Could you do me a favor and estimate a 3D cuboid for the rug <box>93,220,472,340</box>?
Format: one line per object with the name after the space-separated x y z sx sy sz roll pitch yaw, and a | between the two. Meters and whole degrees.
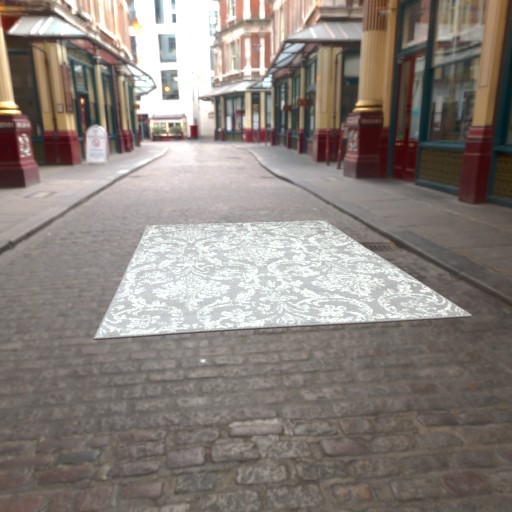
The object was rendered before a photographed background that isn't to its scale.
0.000 0.000 2.862 1.578 0.014 2.206 -2 16 -8 | rug
